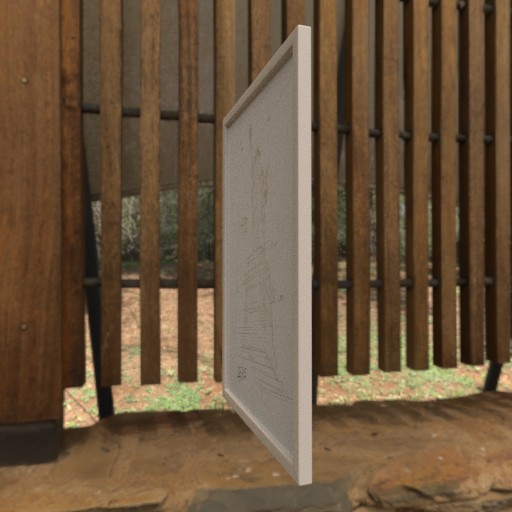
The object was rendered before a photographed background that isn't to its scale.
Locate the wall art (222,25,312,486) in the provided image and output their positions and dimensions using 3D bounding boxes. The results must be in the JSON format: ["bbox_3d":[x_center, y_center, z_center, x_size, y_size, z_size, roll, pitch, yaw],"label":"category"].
[{"bbox_3d":[0.000,0.000,1.047,0.026,0.813,0.556,0,-1,-18],"label":"wall art"}]
